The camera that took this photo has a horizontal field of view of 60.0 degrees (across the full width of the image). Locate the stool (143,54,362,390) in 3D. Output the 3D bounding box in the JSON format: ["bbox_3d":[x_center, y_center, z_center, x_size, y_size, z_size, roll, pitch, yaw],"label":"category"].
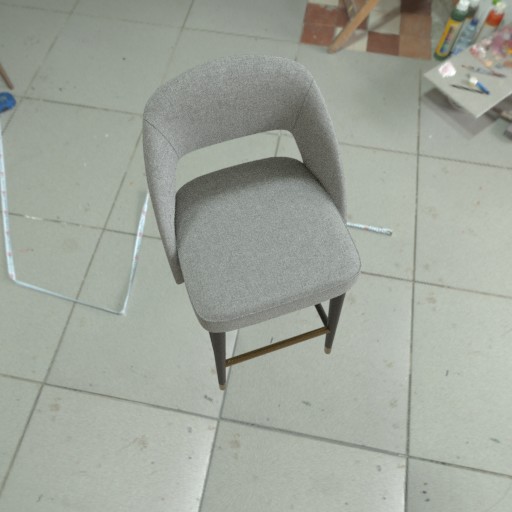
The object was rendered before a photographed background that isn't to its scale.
[{"bbox_3d":[0.000,0.000,1.345,0.494,1.037,0.509,-17,65,-8],"label":"stool"}]
